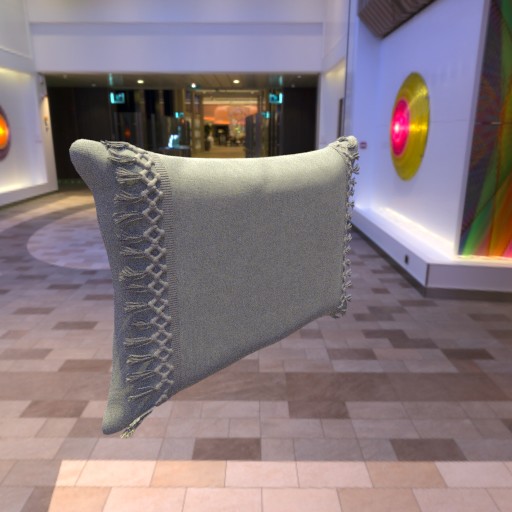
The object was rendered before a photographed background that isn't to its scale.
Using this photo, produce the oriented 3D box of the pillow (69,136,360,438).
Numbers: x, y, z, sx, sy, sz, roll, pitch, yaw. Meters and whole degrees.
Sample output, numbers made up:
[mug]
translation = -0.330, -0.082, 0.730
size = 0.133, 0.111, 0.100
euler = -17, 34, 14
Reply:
[pillow]
translation = 0.000, 0.000, 0.583
size = 0.084, 0.305, 0.466
euler = 14, 21, 42
